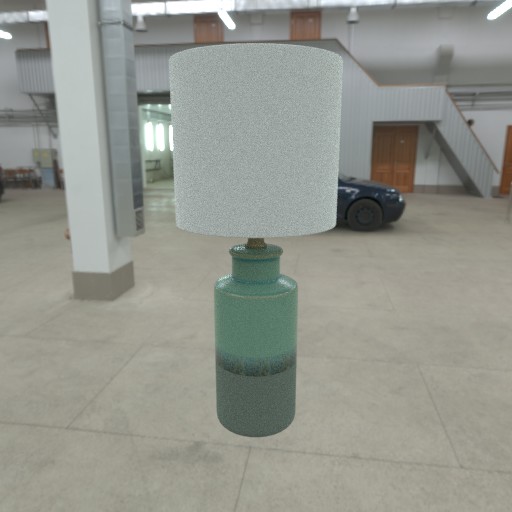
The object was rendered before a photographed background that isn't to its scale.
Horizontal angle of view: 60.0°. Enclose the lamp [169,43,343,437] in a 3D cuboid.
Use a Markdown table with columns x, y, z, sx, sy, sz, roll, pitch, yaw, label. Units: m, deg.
| x | y | z | sx | sy | sz | roll | pitch | yaw | label |
| --- | --- | --- | --- | --- | --- | --- | --- | --- | --- |
| 0.000 | 0.000 | 0.607 | 0.212 | 0.493 | 0.212 | -7 | 15 | -26 | lamp |
